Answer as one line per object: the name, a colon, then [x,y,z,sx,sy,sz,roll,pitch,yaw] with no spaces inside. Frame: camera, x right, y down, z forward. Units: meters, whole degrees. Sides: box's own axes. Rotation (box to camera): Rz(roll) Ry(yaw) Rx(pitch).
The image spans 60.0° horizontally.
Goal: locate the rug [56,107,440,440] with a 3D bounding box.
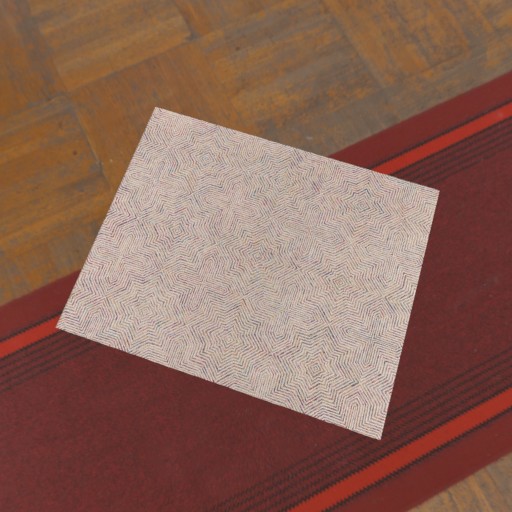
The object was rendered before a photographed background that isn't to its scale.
rug: [0.000,0.000,4.233,3.046,0.008,2.442,18,75,5]
